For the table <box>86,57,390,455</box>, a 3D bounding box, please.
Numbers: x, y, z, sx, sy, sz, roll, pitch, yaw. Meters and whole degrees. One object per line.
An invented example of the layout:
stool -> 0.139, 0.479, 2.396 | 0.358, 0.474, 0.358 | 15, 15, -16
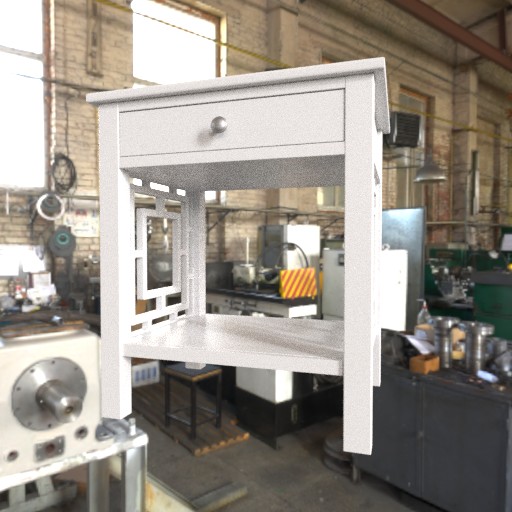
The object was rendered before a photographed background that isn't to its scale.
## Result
table -> 0.000, 0.000, 0.997 | 0.564, 0.646, 0.451 | 0, 2, 18
